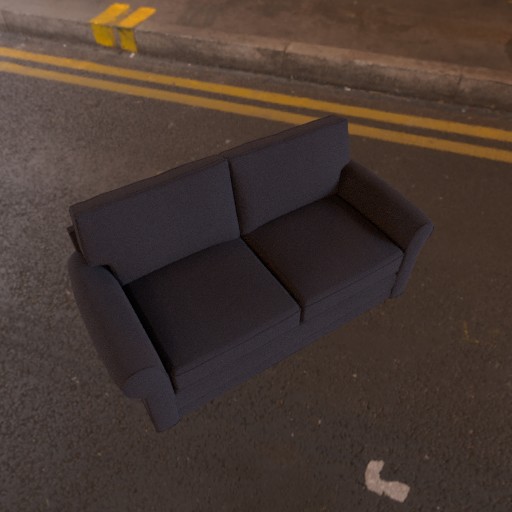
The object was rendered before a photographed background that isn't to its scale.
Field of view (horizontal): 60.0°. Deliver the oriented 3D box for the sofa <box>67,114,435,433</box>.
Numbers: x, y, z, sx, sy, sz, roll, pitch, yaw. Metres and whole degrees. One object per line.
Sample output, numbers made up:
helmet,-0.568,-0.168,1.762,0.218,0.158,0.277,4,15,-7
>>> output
sofa,0.000,0.000,2.616,2.009,1.031,0.951,-25,51,-22
